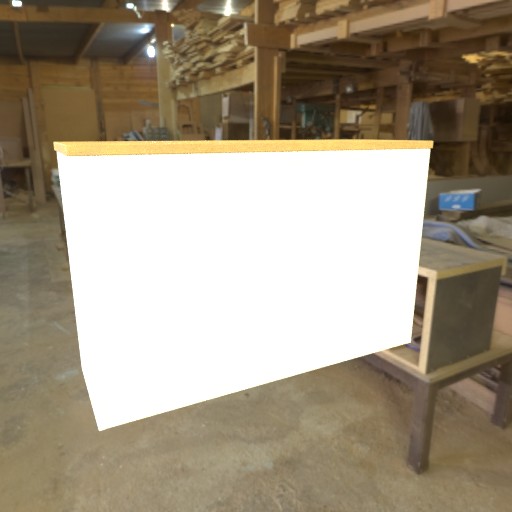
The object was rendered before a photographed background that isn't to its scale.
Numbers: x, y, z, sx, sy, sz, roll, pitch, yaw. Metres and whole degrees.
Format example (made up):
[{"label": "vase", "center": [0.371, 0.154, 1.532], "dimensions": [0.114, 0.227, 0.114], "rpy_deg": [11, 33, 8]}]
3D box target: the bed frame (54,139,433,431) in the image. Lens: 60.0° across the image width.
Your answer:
[{"label": "bed frame", "center": [0.000, 0.000, 1.697], "dimensions": [1.300, 0.850, 0.430], "rpy_deg": [-8, 17, -26]}]
